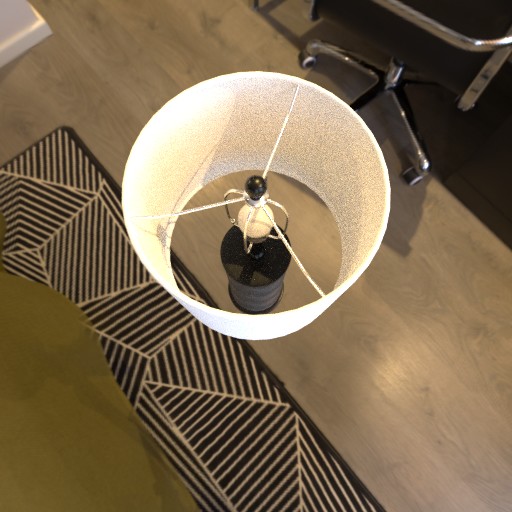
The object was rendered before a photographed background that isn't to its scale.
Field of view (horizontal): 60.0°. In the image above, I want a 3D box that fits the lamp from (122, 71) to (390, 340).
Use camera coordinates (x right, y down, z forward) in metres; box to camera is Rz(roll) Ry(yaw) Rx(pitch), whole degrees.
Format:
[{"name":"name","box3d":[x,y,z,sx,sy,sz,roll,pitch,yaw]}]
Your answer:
[{"name":"lamp","box3d":[0.000,0.000,0.797,0.305,0.634,0.305,18,76,5]}]
